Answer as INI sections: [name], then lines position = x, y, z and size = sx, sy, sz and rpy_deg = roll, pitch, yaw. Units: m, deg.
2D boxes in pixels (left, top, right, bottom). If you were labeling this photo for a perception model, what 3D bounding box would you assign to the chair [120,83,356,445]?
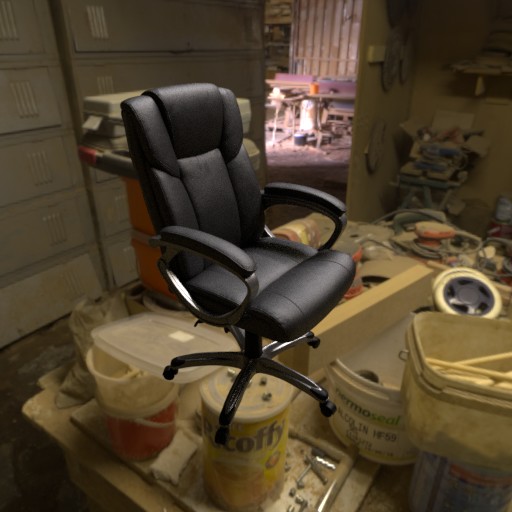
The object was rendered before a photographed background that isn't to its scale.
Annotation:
[chair]
position = 0.000, 0.000, 1.594
size = 0.719, 1.130, 0.721
rpy_deg = 18, 31, 32
